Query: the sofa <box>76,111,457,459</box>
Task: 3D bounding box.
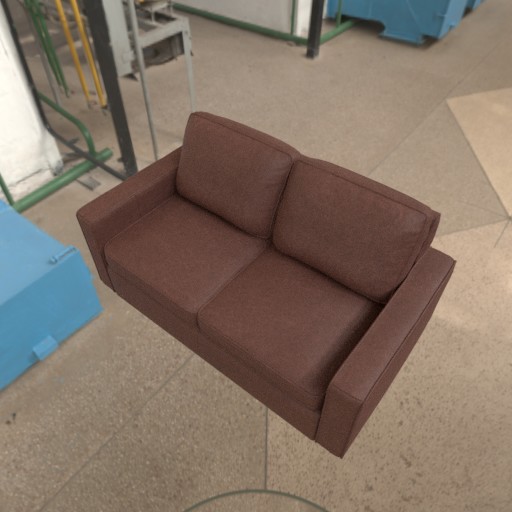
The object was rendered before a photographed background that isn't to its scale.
[{"bbox_3d":[0.000,0.000,2.282,1.709,0.918,0.947,30,53,25],"label":"sofa"}]
